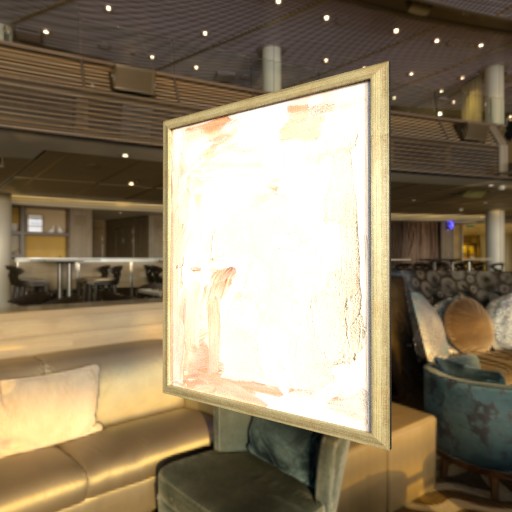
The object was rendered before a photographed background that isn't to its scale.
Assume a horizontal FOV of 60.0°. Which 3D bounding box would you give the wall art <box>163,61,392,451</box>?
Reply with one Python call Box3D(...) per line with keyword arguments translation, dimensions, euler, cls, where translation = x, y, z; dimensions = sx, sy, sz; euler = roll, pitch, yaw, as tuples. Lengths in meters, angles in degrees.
Box3D(translation=(0.000, 0.000, 0.915), dimensions=(0.559, 0.660, 0.018), euler=(0, -1, 36), cls="wall art")
